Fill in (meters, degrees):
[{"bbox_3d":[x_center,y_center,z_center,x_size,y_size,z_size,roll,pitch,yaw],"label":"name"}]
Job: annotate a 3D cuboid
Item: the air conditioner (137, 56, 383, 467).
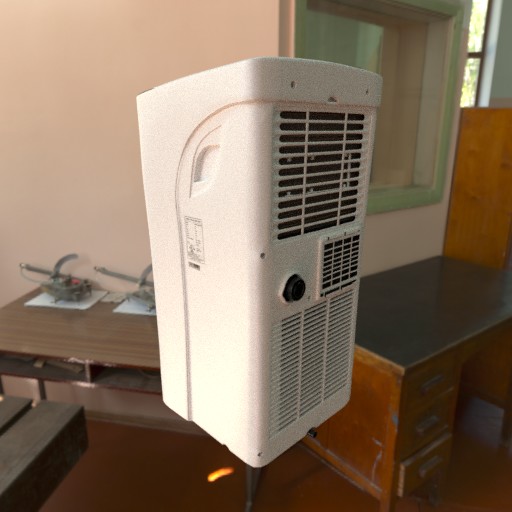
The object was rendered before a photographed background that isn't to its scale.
[{"bbox_3d":[0.000,0.000,0.924,0.369,0.716,0.352,15,22,43],"label":"air conditioner"}]
